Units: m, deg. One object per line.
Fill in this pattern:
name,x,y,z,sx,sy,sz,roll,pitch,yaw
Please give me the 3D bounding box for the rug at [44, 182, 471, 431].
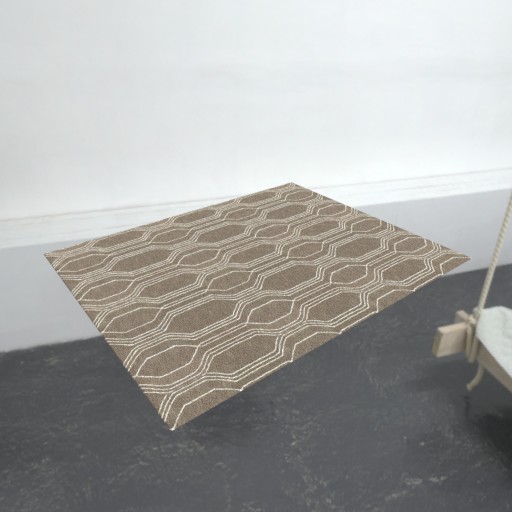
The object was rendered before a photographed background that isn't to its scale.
rug,0.000,0.000,4.062,3.062,0.012,2.457,-21,36,-32
